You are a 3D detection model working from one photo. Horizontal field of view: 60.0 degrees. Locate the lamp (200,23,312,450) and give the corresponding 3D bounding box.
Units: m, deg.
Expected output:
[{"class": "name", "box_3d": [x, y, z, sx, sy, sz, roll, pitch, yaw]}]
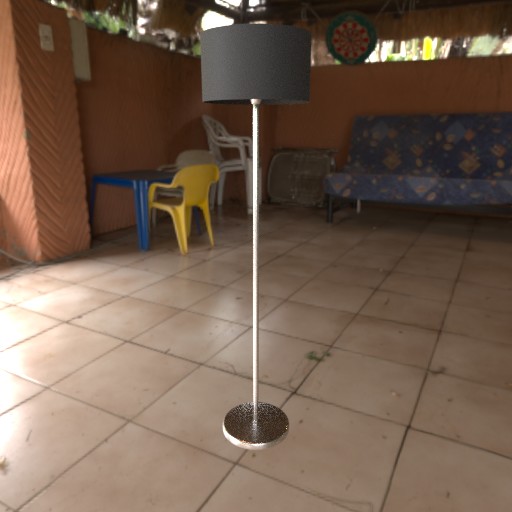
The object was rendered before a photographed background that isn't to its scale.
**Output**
[{"class": "lamp", "box_3d": [0.000, 0.000, 1.596, 0.348, 1.443, 0.348, 8, 18, 26]}]
